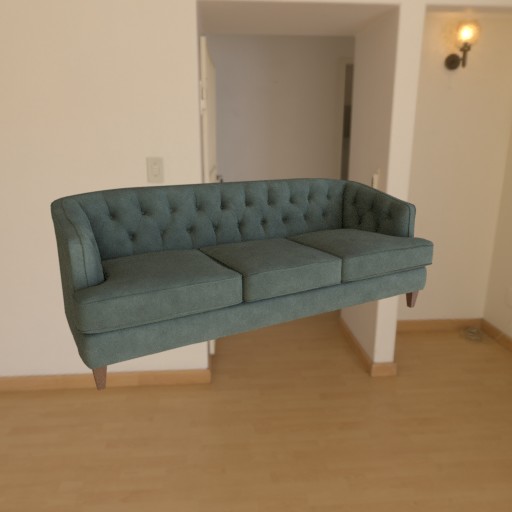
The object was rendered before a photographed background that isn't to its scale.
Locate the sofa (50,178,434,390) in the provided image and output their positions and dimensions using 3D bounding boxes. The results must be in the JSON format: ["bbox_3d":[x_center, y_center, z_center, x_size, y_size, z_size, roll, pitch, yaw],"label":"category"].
[{"bbox_3d":[0.000,0.000,2.801,2.278,0.855,0.941,-8,17,-29],"label":"sofa"}]
